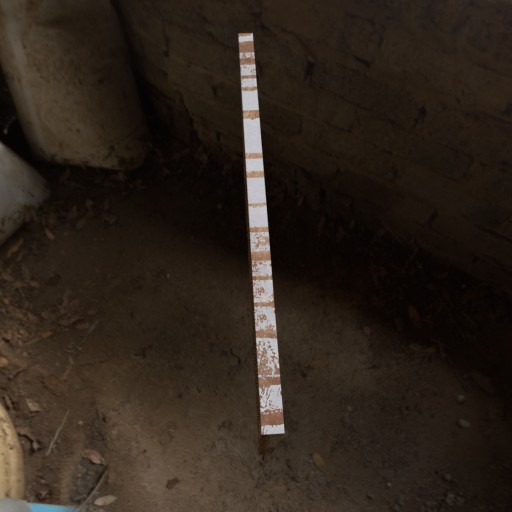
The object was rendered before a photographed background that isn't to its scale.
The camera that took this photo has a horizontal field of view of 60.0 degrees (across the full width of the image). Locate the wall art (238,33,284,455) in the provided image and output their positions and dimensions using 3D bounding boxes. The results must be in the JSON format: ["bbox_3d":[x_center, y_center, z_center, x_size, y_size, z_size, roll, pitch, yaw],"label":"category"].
[{"bbox_3d":[0.000,0.000,1.150,0.035,0.609,0.914,-3,63,-1],"label":"wall art"}]
